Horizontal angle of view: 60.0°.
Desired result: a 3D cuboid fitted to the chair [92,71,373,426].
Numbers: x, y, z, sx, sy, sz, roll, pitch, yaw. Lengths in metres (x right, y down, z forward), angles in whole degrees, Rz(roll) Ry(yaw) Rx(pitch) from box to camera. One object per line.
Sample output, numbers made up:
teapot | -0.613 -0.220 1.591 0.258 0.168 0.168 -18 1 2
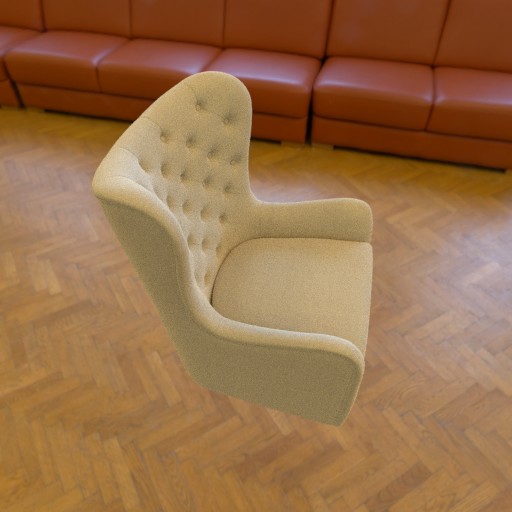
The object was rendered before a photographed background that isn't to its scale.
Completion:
chair | 0.000 0.000 1.727 0.929 1.079 0.831 9 46 9
